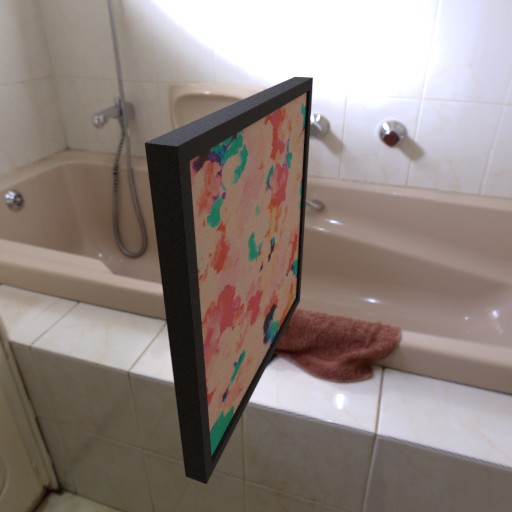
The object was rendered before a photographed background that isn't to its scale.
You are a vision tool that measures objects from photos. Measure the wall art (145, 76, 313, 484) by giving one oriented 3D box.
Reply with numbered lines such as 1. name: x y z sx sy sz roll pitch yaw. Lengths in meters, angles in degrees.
1. wall art: 0.000 0.000 0.746 0.036 0.503 0.506 10 31 18
